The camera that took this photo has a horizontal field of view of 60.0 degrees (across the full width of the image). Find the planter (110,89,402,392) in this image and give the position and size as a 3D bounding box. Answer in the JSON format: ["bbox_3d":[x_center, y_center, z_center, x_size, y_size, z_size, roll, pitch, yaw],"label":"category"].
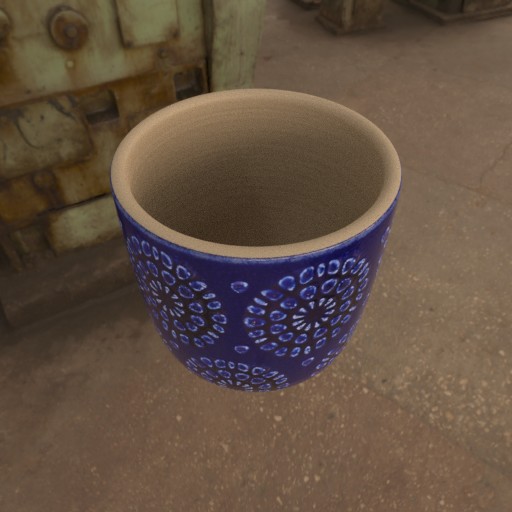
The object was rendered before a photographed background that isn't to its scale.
[{"bbox_3d":[0.000,0.000,0.206,0.109,0.112,0.109,0,46,0],"label":"planter"}]
